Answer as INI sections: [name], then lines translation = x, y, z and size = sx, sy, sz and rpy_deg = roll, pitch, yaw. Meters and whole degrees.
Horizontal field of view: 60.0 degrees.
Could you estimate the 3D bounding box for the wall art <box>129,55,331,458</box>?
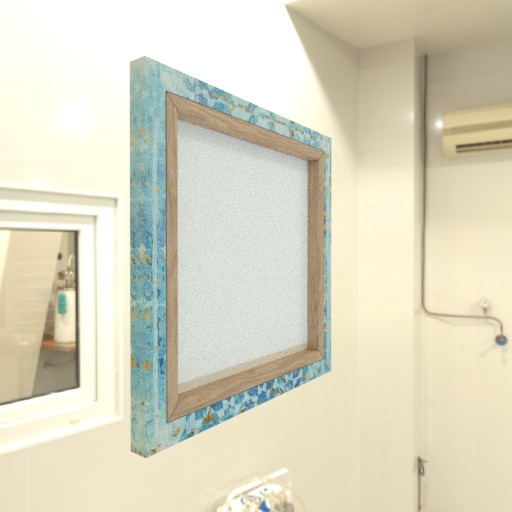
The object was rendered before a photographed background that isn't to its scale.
[wall art]
translation = 0.000, 0.000, 0.924
size = 0.040, 0.609, 0.609
rpy_deg = 0, 1, 37
